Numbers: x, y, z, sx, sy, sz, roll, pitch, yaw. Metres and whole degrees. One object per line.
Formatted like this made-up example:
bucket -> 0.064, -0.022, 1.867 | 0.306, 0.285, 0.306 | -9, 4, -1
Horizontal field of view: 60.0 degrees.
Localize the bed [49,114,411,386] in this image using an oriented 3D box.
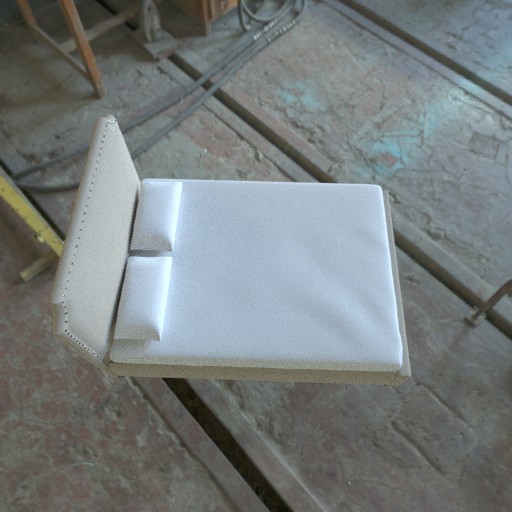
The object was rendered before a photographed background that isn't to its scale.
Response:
bed -> 0.000, 0.000, 3.449 | 2.372, 1.443, 1.713 | 2, 63, 1
